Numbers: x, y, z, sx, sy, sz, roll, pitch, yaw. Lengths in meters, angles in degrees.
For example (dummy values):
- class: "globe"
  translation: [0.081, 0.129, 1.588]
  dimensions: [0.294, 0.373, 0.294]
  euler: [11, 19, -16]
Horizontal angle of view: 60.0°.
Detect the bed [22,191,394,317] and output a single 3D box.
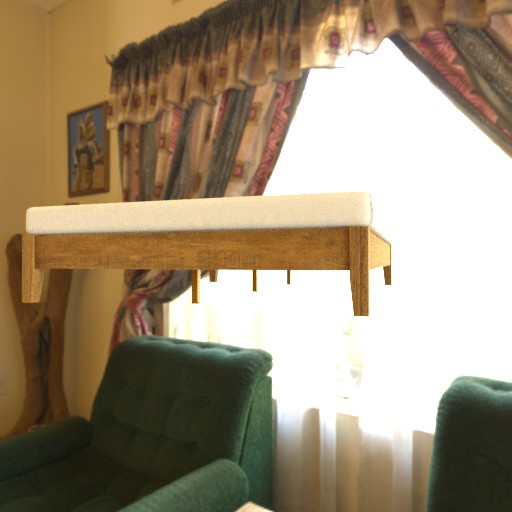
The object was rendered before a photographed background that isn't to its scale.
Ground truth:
- class: "bed"
  translation: [0.000, 0.000, 2.687]
  dimensions: [1.536, 0.431, 2.016]
  euler: [0, -1, 19]
